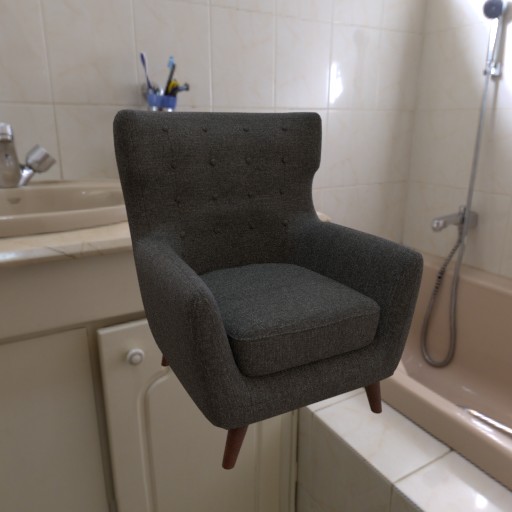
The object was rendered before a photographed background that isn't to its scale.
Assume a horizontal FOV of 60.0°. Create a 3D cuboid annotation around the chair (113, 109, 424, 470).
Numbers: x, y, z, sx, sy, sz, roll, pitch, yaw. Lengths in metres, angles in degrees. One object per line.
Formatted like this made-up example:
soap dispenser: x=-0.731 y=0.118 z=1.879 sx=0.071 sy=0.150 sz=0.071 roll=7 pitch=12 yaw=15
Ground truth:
chair: x=0.000 y=0.000 z=1.686 sx=0.878 sy=1.063 sz=0.904 roll=-8 pitch=18 yaw=-26
